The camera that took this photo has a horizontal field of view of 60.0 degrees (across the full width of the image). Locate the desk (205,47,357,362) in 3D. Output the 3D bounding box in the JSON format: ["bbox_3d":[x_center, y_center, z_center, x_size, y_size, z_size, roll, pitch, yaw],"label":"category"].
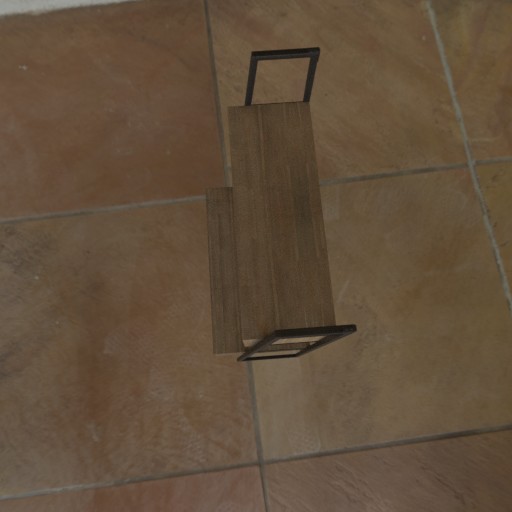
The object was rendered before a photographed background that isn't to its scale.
[{"bbox_3d":[0.000,0.000,2.273,0.515,1.809,0.982,-4,75,-1],"label":"desk"}]
